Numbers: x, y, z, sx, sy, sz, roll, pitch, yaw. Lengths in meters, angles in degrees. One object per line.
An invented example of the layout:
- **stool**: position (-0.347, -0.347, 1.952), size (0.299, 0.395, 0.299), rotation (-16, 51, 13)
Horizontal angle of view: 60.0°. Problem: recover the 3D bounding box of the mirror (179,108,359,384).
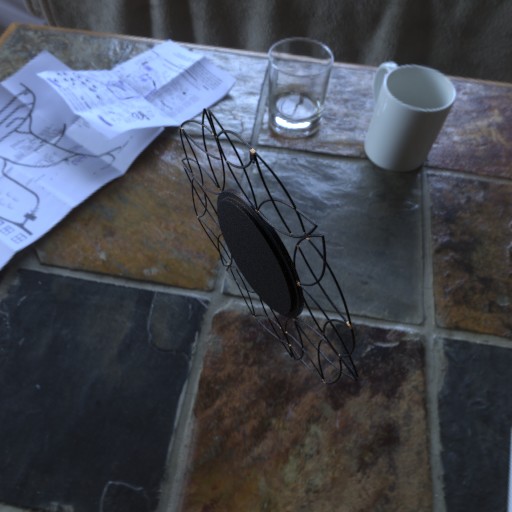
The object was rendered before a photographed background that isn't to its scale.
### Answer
- **mirror**: position (0.000, 0.000, 1.165), size (0.028, 0.775, 0.797), rotation (-30, 63, -17)
